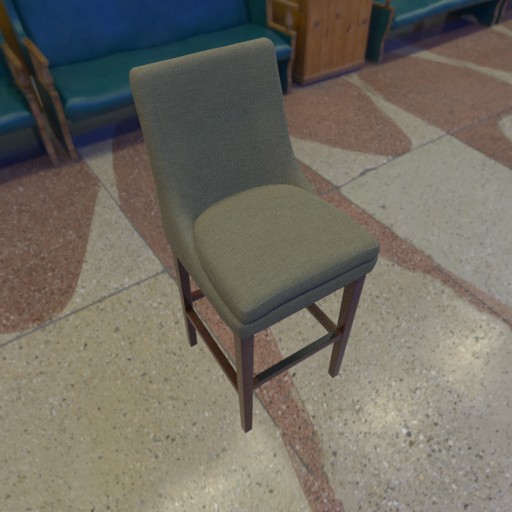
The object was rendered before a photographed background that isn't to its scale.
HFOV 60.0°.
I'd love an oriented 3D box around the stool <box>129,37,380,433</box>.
[{"bbox_3d":[0.000,0.000,1.381,0.470,1.078,0.577,-25,50,-23],"label":"stool"}]
